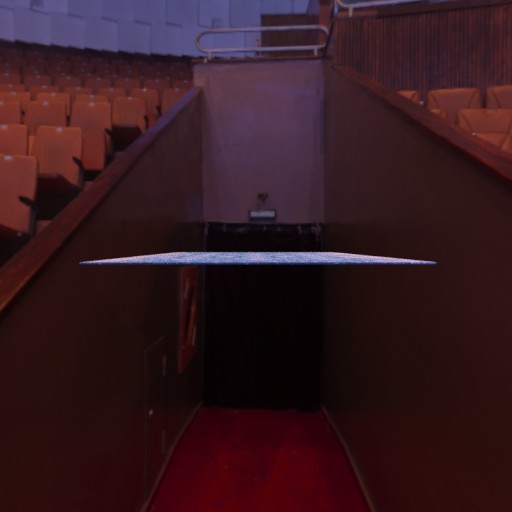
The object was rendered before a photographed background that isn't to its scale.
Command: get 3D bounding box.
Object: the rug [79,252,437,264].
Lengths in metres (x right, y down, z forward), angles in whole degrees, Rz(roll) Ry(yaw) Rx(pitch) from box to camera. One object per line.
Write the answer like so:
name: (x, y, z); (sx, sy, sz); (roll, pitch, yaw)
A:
rug: (0.000, 0.000, 2.245); (1.102, 0.008, 1.795); (0, 1, 0)
